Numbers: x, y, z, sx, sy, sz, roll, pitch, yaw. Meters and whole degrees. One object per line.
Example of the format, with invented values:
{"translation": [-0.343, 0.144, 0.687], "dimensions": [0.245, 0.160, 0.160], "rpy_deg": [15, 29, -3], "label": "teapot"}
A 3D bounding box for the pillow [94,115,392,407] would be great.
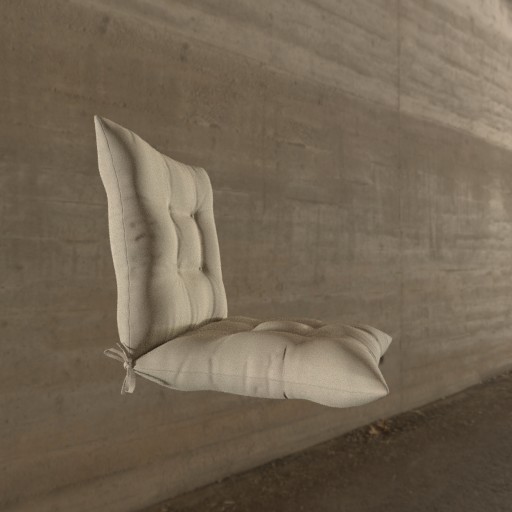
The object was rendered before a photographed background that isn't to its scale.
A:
{"translation": [0.000, 0.000, 1.001], "dimensions": [0.585, 0.536, 0.541], "rpy_deg": [0, -1, 17], "label": "pillow"}
